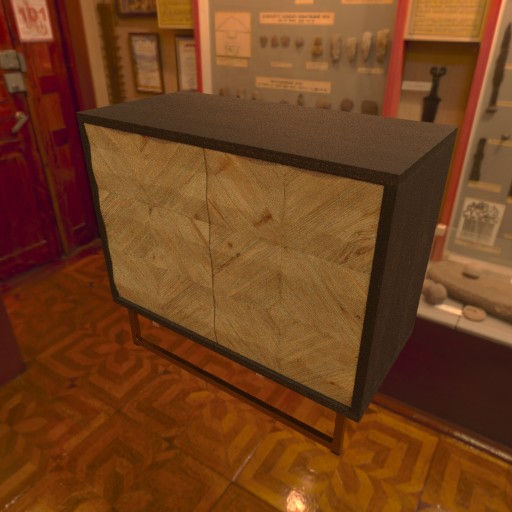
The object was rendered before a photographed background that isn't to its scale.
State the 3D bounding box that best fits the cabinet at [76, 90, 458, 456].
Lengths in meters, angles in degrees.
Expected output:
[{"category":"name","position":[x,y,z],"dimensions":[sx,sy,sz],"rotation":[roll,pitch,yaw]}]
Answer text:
[{"category":"cabinet","position":[0.000,0.000,1.420],"dimensions":[0.950,0.860,0.451],"rotation":[19,35,30]}]
